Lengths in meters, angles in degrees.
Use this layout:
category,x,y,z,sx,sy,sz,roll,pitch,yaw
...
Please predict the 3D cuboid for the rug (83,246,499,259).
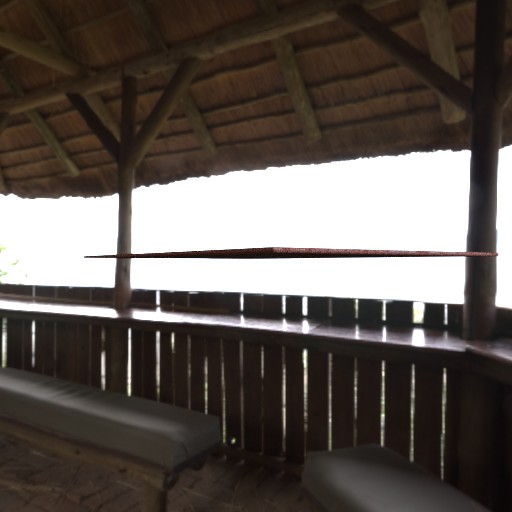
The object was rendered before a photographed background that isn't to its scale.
category,x,y,z,sx,sy,sz,roll,pitch,yaw
rug,0.000,0.000,2.258,1.219,0.016,1.829,1,-1,-36
